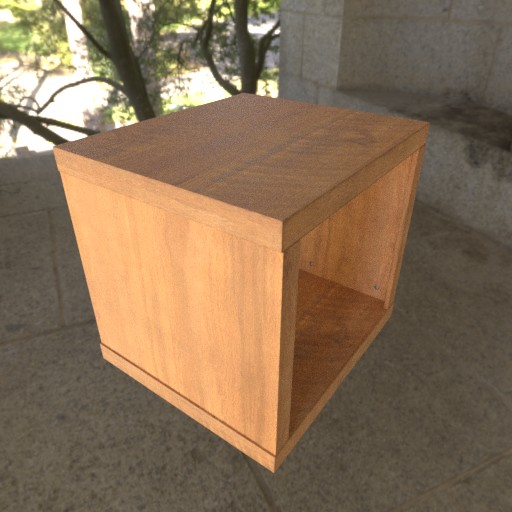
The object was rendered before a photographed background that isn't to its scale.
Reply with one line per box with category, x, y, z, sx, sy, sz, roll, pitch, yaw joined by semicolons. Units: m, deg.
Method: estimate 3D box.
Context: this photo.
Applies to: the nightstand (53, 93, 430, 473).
nightstand;0.000;0.000;0.882;0.436;0.491;0.493;21;37;30
